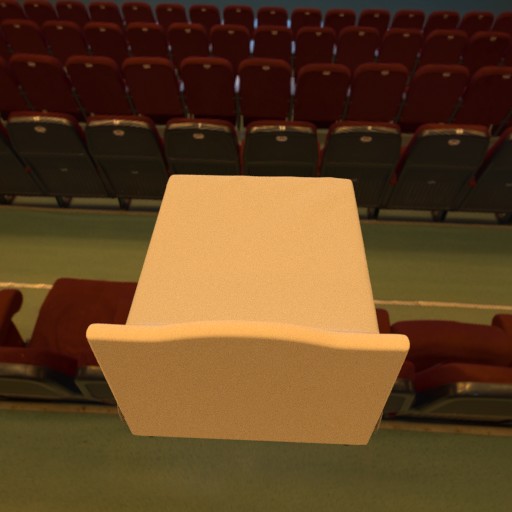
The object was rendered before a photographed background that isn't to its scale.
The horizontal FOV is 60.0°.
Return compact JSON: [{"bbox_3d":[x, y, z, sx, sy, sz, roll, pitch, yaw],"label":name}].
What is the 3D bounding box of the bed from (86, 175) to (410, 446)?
[{"bbox_3d":[0.000,0.000,3.605,1.977,1.437,2.477,2,46,2],"label":"bed"}]
